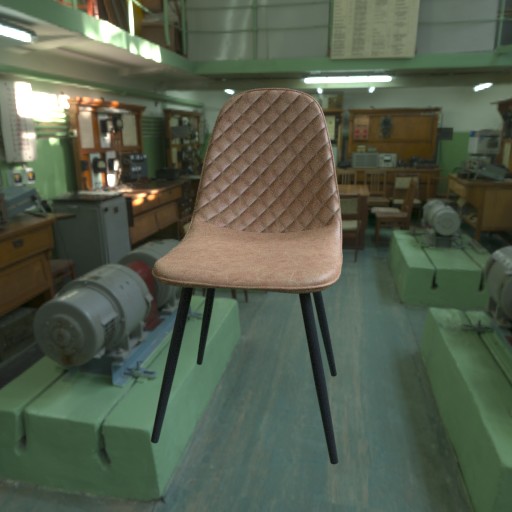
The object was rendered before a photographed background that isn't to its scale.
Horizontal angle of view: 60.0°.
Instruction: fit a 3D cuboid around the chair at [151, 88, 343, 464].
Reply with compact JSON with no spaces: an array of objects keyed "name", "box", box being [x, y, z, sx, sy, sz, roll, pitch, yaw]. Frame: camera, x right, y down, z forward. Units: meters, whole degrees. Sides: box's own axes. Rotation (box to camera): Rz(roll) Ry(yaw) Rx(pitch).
[{"name":"chair","box":[0.000,0.000,1.185,0.472,0.889,0.561,3,16,9]}]
